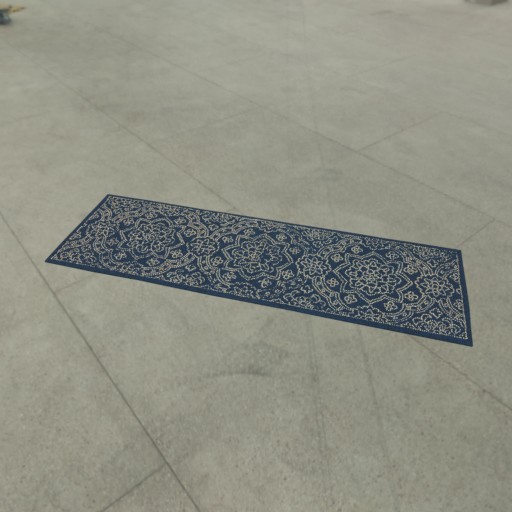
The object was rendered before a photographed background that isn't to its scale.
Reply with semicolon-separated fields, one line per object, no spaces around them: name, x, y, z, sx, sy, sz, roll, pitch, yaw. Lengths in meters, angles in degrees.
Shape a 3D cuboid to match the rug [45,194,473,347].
rug;0.000;0.000;2.715;2.448;0.012;0.769;10;42;11
